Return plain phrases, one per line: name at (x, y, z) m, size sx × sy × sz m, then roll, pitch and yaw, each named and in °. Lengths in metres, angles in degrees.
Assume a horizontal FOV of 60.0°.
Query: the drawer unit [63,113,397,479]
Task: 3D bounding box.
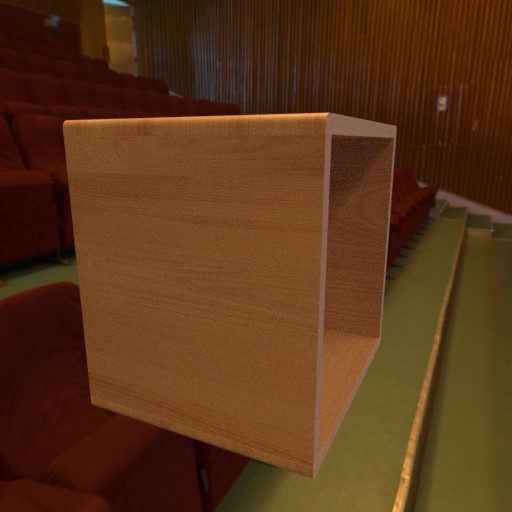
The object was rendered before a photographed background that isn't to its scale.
drawer unit at (0.000, 0.000, 0.601) m, size 0.290 × 0.344 × 0.344 m, roll 7°, pitch 16°, yaw 25°
